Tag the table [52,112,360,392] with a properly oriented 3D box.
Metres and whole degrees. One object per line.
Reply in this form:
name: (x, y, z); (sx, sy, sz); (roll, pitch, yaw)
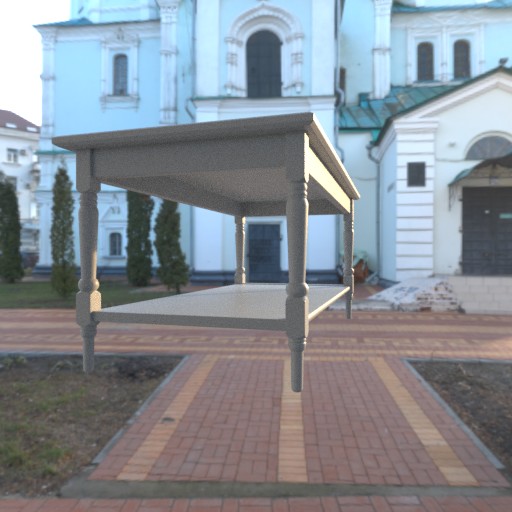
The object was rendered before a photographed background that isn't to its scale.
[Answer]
table: (0.000, 0.000, 1.374); (0.551, 0.506, 1.109); (0, 0, 17)
